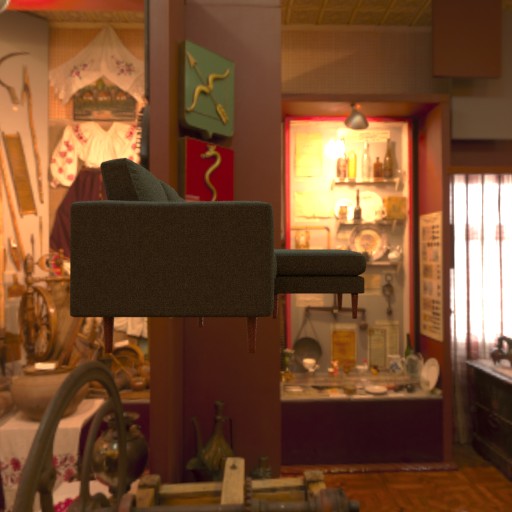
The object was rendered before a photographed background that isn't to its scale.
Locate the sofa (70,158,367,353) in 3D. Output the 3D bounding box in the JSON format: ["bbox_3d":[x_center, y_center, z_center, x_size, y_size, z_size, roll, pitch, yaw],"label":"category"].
[{"bbox_3d":[0.000,0.000,2.993,1.667,0.957,2.055,0,0,0],"label":"sofa"}]
